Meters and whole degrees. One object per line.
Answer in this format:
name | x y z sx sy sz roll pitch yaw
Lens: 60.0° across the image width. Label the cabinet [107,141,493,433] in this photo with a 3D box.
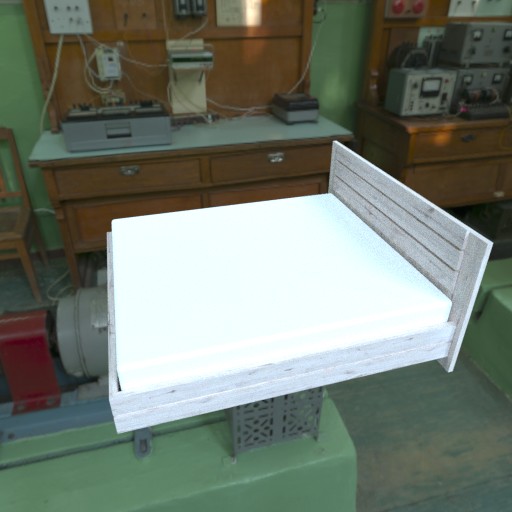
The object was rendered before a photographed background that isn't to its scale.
cabinet | 0.000 0.000 3.169 2.080 0.970 1.950 -9 32 -14
